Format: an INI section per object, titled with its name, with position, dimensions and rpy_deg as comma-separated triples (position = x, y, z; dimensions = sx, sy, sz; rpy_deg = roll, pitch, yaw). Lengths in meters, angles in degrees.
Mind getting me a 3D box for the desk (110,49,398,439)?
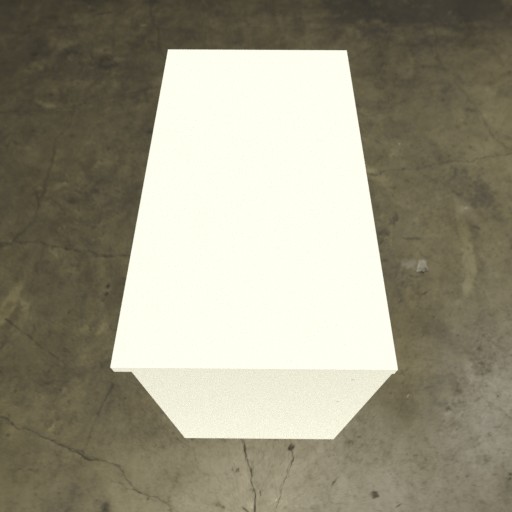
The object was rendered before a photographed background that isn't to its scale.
[desk]
position = 0.000, 0.000, 1.311
dimensions = 0.498, 0.729, 0.900
rpy_deg = 0, 59, 0
